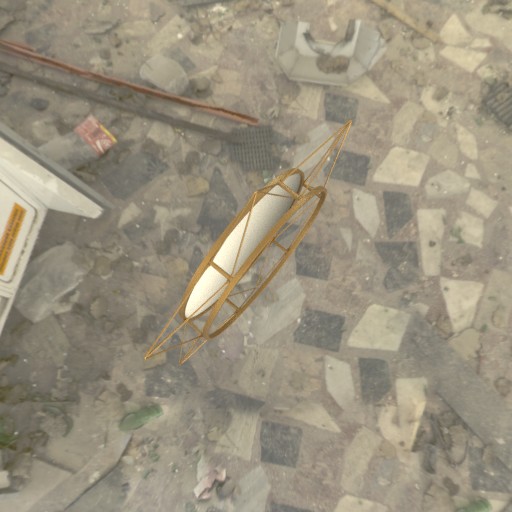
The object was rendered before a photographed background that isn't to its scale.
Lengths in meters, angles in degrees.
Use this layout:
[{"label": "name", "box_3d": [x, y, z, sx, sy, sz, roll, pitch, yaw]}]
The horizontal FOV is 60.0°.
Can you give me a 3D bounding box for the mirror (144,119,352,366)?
[{"label": "mirror", "box_3d": [0.000, 0.000, 0.818, 0.062, 0.581, 0.498, 38, 78, 10]}]
